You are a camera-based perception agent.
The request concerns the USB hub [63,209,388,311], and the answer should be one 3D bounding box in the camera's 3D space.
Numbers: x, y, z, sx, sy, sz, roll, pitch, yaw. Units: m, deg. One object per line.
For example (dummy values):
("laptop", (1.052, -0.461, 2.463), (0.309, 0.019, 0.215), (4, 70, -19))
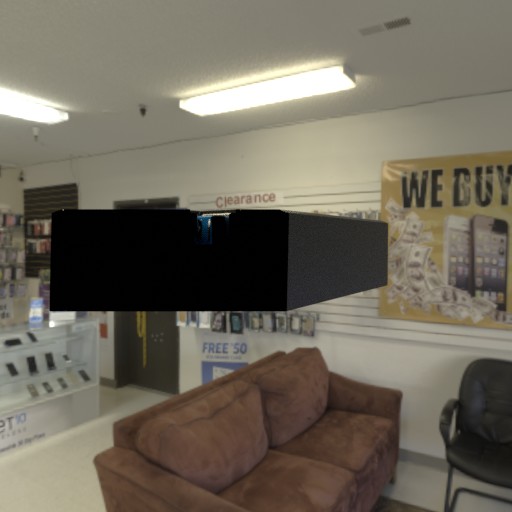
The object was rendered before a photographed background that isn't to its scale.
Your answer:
("USB hub", (0.000, 0.000, 0.128), (0.044, 0.023, 0.110), (1, 2, 34))
